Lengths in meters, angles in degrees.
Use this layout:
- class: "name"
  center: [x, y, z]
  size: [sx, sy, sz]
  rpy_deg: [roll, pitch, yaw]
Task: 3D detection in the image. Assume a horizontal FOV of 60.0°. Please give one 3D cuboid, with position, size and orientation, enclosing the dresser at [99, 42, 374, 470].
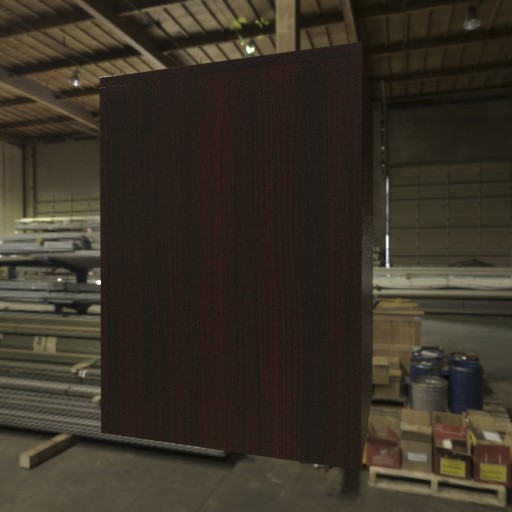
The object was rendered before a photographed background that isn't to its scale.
- class: "dresser"
  center: [0.000, 0.000, 0.808]
  size: [0.400, 0.560, 0.360]
  rpy_deg: [0, 1, 17]
